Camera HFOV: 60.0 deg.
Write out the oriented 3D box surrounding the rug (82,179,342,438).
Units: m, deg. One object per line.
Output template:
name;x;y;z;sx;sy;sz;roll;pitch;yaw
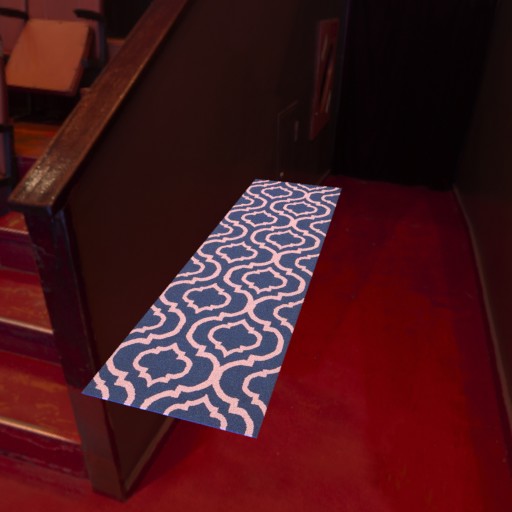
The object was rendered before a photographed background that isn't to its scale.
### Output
rug;0.000;0.000;2.526;0.685;0.006;2.296;9;32;14
